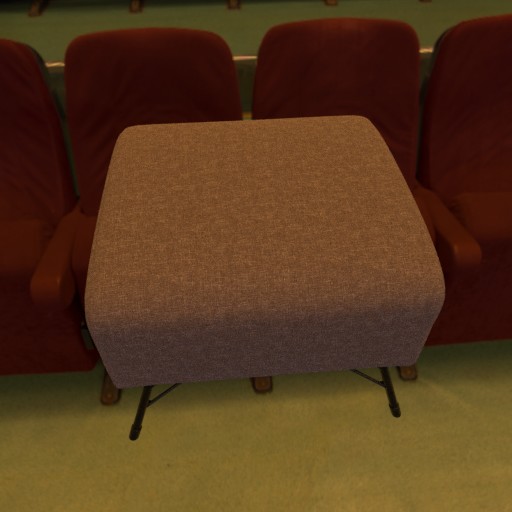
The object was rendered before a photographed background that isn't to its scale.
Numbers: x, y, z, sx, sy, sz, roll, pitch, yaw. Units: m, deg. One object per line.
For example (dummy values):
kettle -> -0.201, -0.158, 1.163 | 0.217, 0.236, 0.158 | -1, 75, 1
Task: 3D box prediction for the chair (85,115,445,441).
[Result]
chair -> 0.000, 0.000, 0.878 | 0.530, 0.410, 0.530 | -4, 48, -3
